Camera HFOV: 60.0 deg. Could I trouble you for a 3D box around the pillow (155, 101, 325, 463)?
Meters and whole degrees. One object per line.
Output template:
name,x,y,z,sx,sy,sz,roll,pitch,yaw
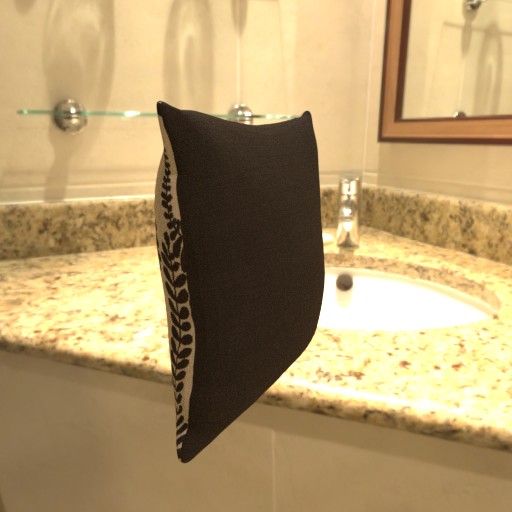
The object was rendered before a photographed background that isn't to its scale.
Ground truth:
pillow,0.000,0.000,0.681,0.182,0.441,0.440,8,17,26
